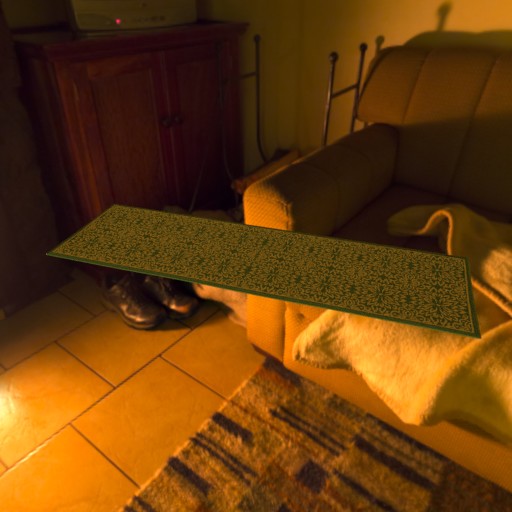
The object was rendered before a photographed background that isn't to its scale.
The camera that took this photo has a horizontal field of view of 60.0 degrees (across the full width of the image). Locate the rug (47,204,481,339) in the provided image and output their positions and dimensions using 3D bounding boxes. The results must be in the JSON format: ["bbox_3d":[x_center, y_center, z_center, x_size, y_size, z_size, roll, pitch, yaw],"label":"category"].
[{"bbox_3d":[0.000,0.000,2.405,2.196,0.011,0.662,10,34,15],"label":"rug"}]
